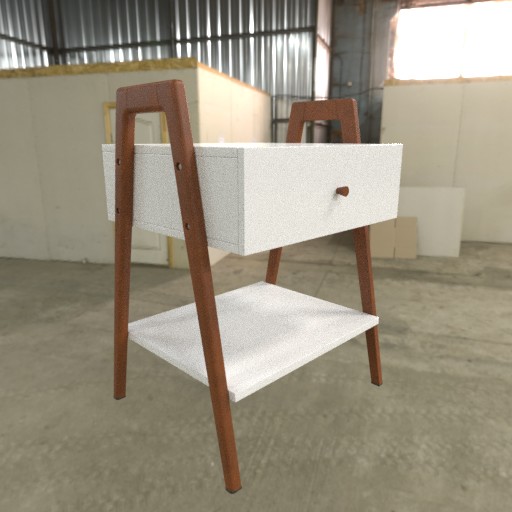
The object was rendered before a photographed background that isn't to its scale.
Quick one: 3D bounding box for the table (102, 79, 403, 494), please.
[{"bbox_3d":[0.000,0.000,0.880,0.457,0.610,0.405,-14,21,-43],"label":"table"}]
